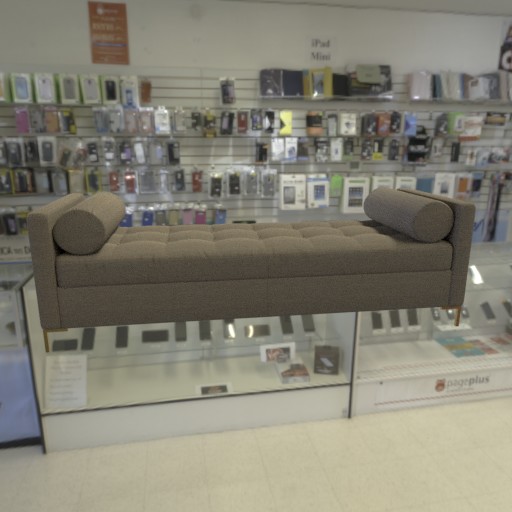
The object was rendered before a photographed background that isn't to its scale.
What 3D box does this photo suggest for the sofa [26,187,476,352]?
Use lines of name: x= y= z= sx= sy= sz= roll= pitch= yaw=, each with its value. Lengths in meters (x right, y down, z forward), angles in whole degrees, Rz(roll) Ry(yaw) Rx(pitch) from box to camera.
sofa: x=0.000 y=0.000 z=2.321 sx=1.981 sy=0.635 sz=0.686 roll=-2 pitch=15 yaw=-8
